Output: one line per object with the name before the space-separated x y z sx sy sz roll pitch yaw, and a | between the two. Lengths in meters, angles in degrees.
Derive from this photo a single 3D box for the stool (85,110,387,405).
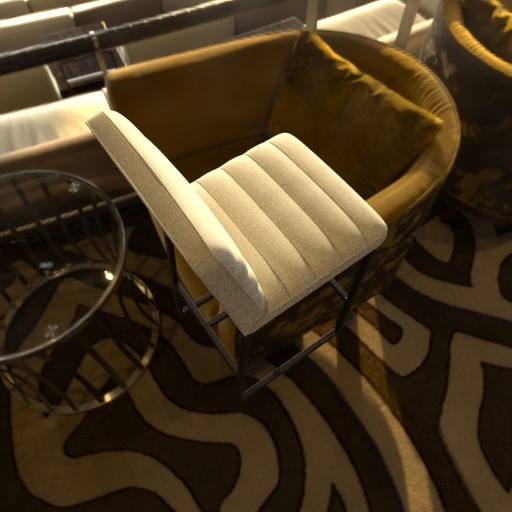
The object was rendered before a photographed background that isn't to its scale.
stool | 0.000 0.000 1.327 0.560 1.040 0.460 -31 63 -18
